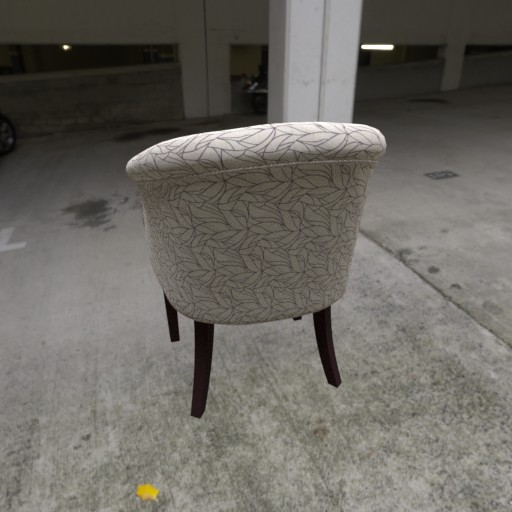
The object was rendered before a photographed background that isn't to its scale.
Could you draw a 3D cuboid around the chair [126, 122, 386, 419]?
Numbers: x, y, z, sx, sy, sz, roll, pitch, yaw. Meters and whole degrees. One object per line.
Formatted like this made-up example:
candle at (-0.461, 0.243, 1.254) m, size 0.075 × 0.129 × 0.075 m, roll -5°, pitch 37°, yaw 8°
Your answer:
chair at (0.000, 0.000, 1.336) m, size 0.686 × 0.858 × 0.613 m, roll -8°, pitch 27°, yaw -15°
